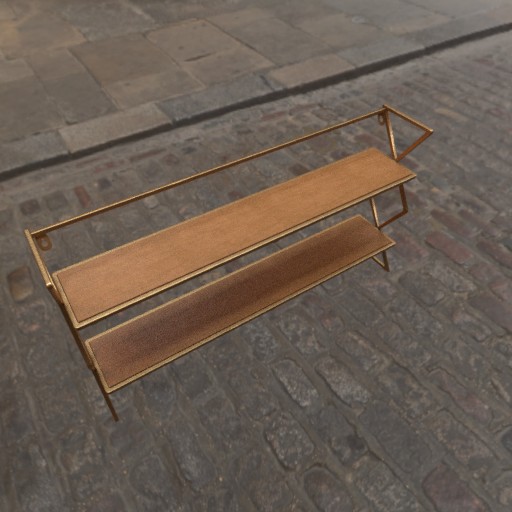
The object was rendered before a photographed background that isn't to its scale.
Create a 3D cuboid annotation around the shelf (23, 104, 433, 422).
[{"bbox_3d":[0.000,0.000,1.005,0.822,0.450,0.150,-25,50,-22],"label":"shelf"}]
